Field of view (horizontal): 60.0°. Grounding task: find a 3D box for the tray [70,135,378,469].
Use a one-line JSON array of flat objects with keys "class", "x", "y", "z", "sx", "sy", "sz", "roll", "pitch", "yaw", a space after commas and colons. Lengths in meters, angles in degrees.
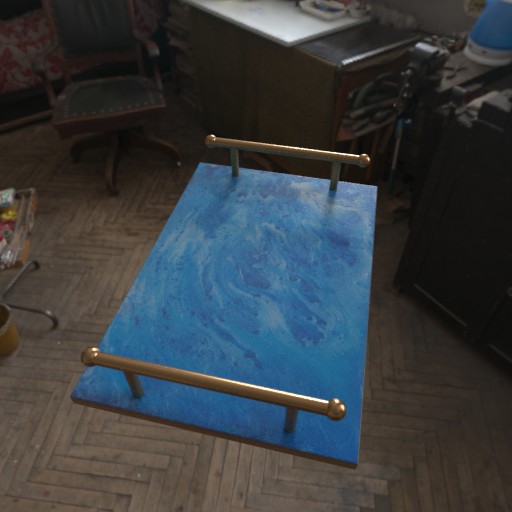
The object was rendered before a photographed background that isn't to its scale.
[{"class": "tray", "x": 0.000, "y": 0.000, "z": 0.576, "sx": 0.304, "sy": 0.084, "sz": 0.444, "roll": 10, "pitch": 47, "yaw": 9}]
